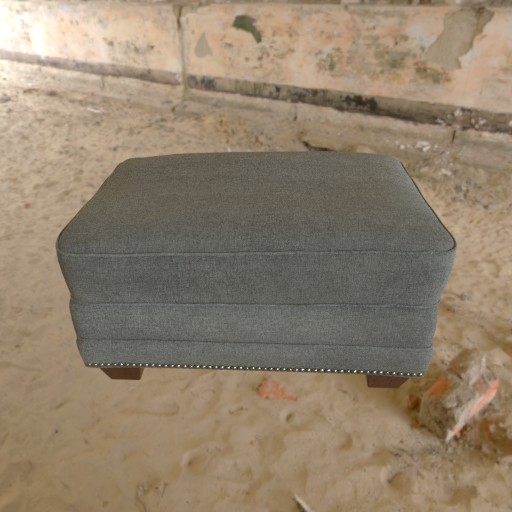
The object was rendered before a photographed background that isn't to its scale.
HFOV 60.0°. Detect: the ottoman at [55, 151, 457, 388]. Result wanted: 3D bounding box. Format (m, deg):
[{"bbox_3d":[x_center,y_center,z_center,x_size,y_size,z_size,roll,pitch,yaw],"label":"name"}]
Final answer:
[{"bbox_3d":[0.000,0.000,1.157,0.813,0.457,0.561,1,31,2],"label":"ottoman"}]
